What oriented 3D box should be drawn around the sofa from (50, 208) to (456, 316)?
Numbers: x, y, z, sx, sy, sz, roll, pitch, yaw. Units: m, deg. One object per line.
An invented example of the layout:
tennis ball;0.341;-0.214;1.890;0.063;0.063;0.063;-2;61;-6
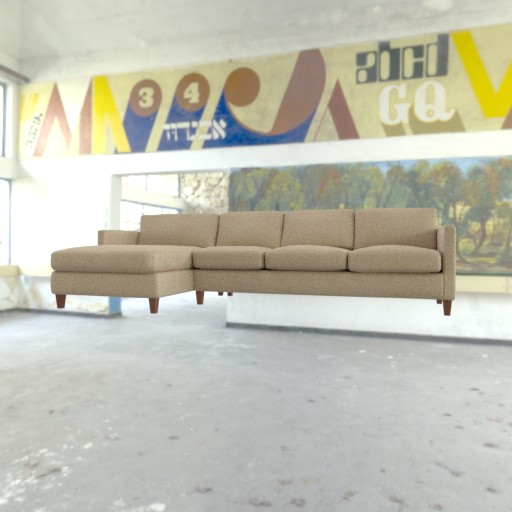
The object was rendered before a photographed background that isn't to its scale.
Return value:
sofa;0.000;0.000;3.866;3.201;0.876;1.502;0;1;18
